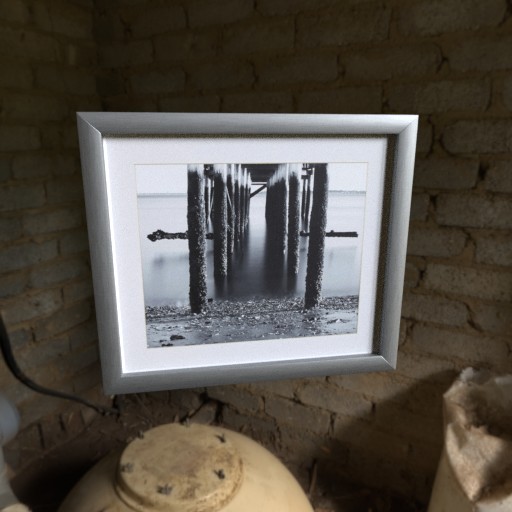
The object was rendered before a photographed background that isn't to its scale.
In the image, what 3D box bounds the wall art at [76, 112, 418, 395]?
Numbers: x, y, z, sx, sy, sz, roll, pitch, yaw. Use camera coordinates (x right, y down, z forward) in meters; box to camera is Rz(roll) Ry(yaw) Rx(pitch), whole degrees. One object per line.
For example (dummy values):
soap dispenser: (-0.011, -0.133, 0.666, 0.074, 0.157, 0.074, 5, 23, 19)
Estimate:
wall art: (0.000, 0.000, 0.541, 0.380, 0.330, 0.028, -2, 15, -9)
